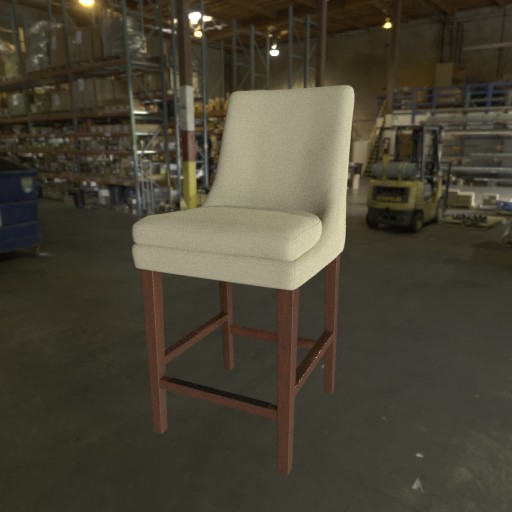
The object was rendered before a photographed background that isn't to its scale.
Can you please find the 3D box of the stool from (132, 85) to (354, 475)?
[{"bbox_3d":[0.000,0.000,1.308,0.470,0.981,0.577,6,15,24],"label":"stool"}]
